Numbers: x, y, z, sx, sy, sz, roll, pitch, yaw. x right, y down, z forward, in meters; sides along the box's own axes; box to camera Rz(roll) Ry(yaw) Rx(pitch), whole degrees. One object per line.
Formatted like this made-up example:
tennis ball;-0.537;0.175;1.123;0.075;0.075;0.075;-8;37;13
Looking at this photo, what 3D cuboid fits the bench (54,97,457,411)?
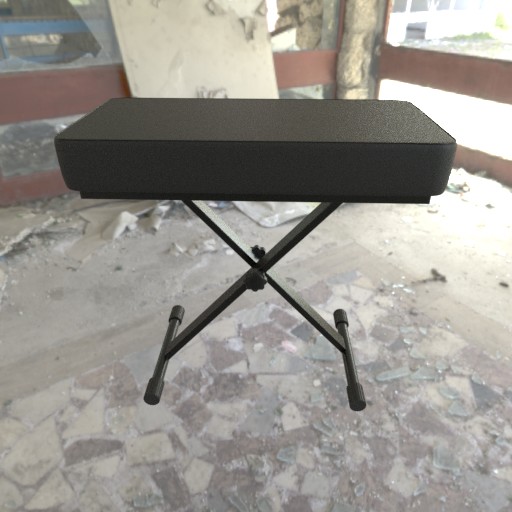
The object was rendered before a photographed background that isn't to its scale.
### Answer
bench;0.000;0.000;0.908;0.600;0.561;0.300;1;31;2
